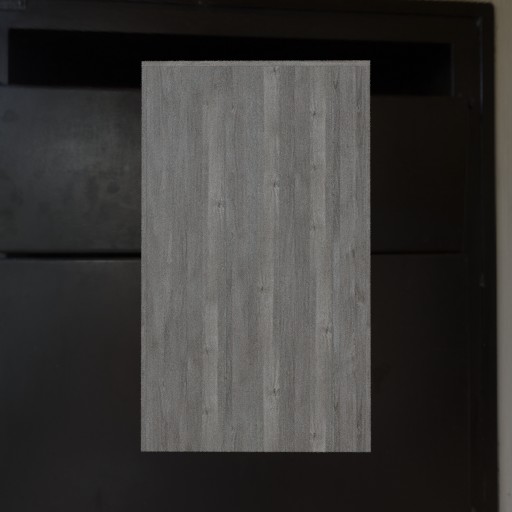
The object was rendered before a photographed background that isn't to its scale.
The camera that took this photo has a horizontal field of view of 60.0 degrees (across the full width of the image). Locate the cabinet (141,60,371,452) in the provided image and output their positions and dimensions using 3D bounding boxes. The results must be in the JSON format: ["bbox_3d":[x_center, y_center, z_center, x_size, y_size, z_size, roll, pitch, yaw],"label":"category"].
[{"bbox_3d":[0.000,0.000,1.577,0.750,1.280,0.250,0,0,0],"label":"cabinet"}]
